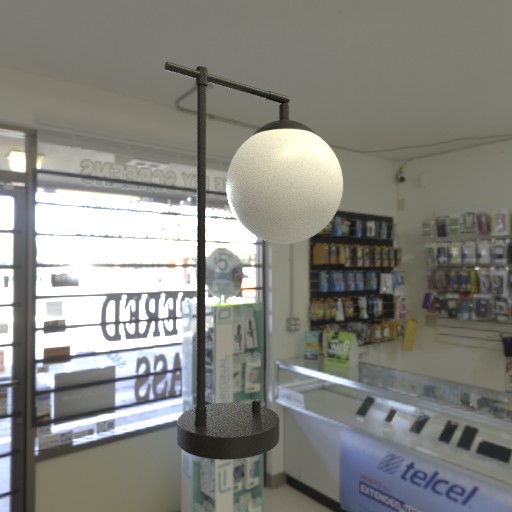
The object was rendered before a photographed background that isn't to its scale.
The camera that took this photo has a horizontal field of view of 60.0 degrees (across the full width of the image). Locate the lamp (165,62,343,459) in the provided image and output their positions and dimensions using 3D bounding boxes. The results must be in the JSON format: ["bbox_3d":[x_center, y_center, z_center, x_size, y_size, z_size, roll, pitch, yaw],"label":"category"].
[{"bbox_3d":[0.000,0.000,0.716,0.316,0.559,0.197,1,-2,-36],"label":"lamp"}]
